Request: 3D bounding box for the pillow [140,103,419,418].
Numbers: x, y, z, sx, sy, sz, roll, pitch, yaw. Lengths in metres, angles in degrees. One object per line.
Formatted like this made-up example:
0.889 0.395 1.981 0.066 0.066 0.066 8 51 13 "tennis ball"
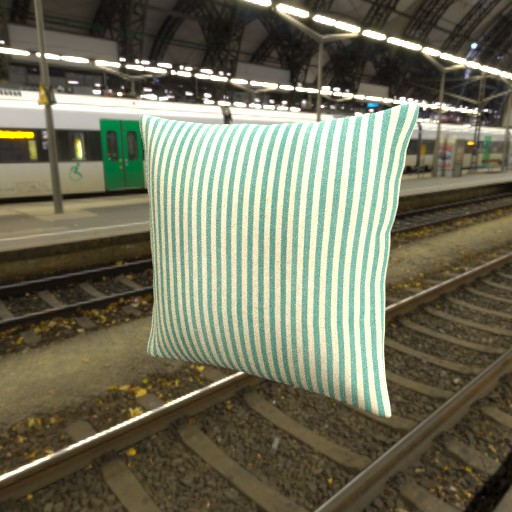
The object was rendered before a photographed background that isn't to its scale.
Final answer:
0.000 0.000 0.810 0.523 0.510 0.166 7 15 25 "pillow"
